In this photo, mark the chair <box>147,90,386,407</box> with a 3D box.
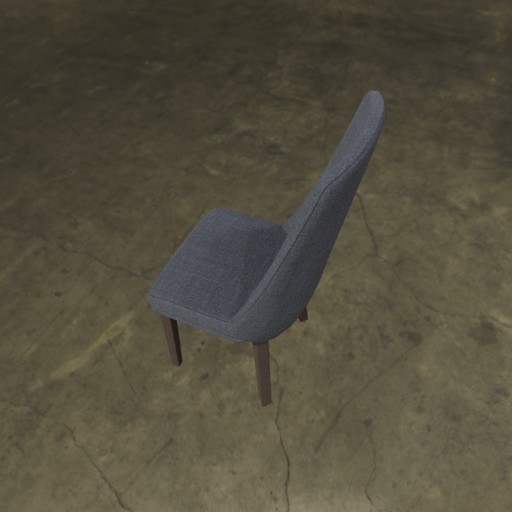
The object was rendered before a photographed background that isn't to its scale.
[{"bbox_3d":[0.000,0.000,1.400,0.577,1.050,0.510,18,49,16],"label":"chair"}]
